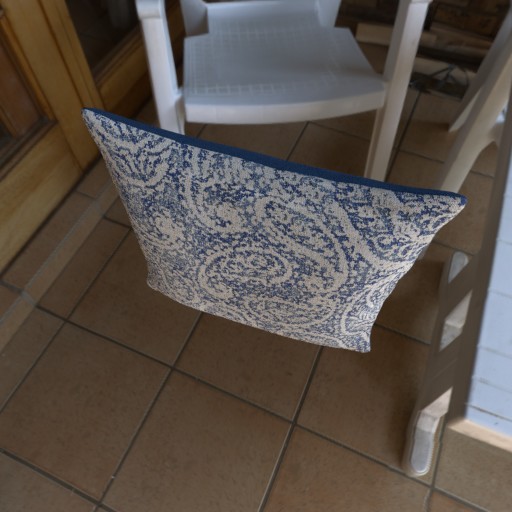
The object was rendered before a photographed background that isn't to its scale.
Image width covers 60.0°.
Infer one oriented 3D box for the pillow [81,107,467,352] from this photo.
[{"bbox_3d":[0.000,0.000,0.779,0.523,0.510,0.166,16,60,9],"label":"pillow"}]
